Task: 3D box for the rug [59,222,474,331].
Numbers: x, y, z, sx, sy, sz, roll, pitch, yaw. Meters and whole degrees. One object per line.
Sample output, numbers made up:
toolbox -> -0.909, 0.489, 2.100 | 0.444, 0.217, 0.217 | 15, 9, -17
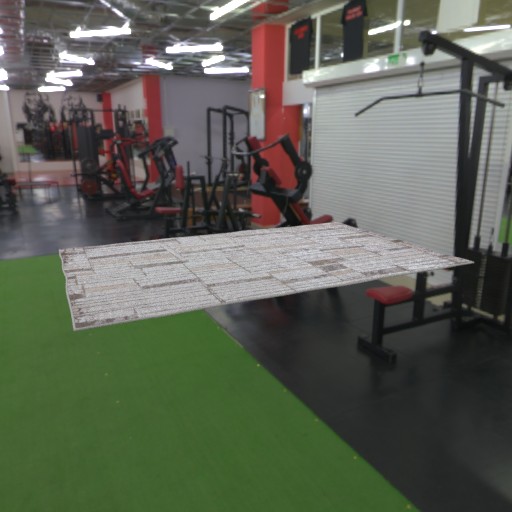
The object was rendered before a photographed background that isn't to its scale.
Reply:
rug -> 0.000, 0.000, 3.053 | 2.444, 0.023, 1.531 | -7, 17, -24
